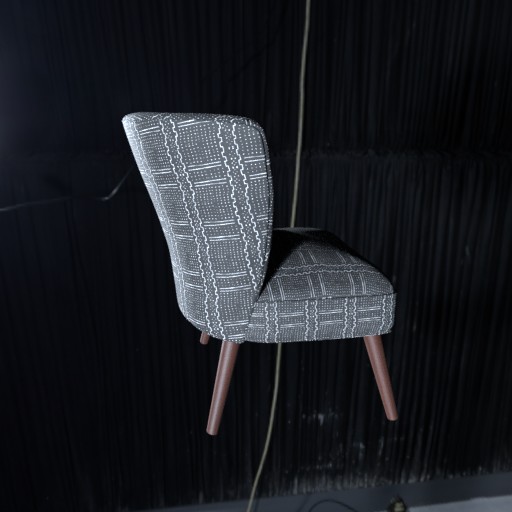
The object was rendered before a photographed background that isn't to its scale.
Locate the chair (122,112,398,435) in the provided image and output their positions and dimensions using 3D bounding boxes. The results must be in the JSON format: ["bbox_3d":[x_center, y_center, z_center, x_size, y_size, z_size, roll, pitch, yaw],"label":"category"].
[{"bbox_3d":[0.000,0.000,1.418,0.758,0.866,0.710,-2,17,-8],"label":"chair"}]
